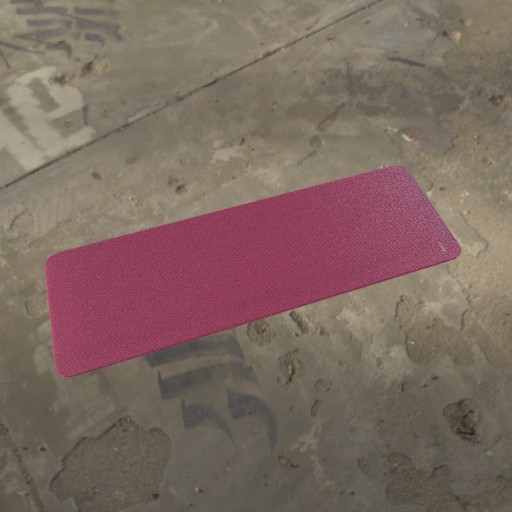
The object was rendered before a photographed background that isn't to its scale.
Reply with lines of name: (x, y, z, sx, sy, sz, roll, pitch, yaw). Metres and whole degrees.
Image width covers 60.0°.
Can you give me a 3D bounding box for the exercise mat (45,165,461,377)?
exercise mat: (0.000, 0.000, 2.075, 1.884, 0.021, 0.616, -16, 59, -10)
